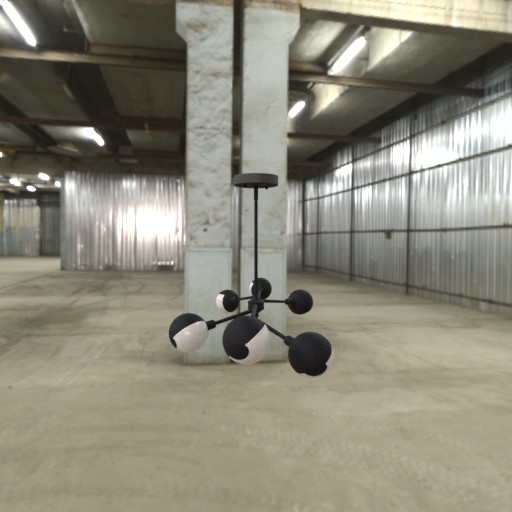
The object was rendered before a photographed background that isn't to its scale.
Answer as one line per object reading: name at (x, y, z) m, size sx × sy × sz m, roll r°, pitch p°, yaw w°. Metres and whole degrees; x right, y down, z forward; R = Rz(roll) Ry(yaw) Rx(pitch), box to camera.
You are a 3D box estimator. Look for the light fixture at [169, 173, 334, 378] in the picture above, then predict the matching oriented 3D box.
light fixture at (0.000, 0.000, 1.013) m, size 0.434 × 0.362 × 0.778 m, roll 1°, pitch 2°, yaw 18°
